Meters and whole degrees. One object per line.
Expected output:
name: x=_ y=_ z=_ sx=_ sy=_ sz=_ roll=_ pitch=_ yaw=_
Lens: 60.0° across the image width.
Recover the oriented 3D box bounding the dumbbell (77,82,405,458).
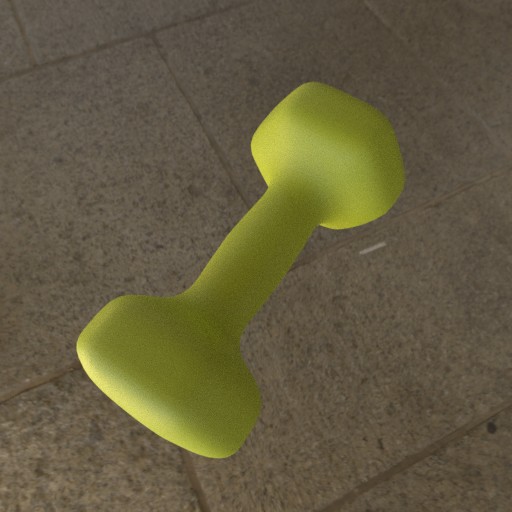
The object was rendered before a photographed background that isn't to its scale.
dumbbell: x=0.000 y=0.000 z=0.198 sx=0.080 sy=0.072 sz=0.164 roll=32 pitch=69 yaw=14
